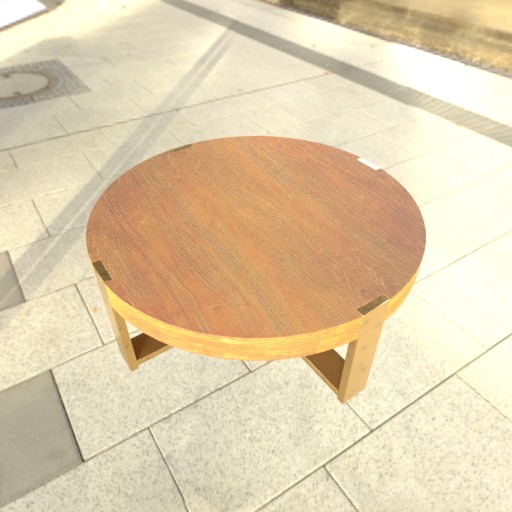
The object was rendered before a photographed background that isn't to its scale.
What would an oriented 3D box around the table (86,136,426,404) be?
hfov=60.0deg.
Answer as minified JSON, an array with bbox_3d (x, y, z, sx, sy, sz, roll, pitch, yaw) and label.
[{"bbox_3d":[0.000,0.000,1.633,1.100,0.420,1.100,0,41,0],"label":"table"}]
